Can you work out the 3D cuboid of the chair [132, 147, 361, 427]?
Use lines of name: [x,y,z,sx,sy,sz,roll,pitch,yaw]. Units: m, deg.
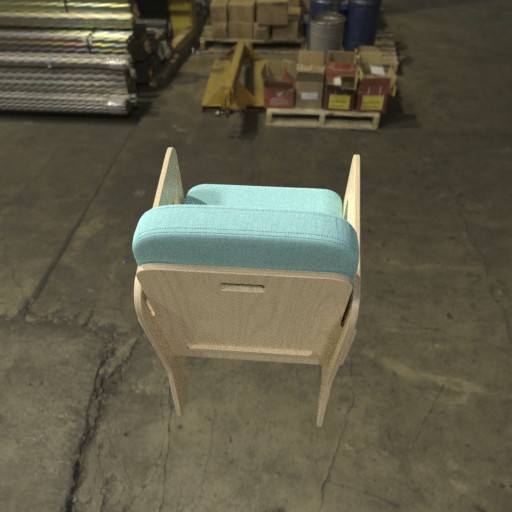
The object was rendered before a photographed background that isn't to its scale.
chair: [0.000,0.000,1.283,0.590,0.800,0.710,3,44,3]
